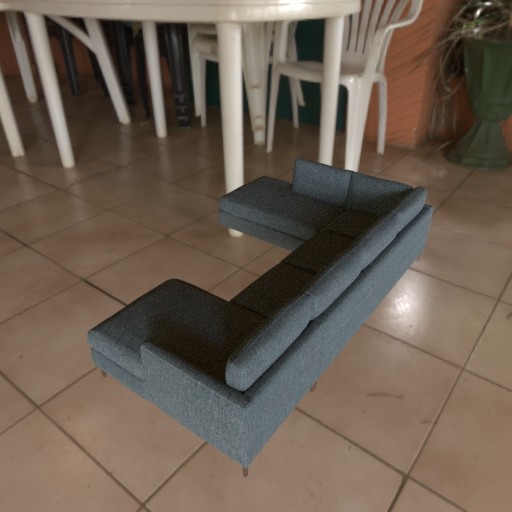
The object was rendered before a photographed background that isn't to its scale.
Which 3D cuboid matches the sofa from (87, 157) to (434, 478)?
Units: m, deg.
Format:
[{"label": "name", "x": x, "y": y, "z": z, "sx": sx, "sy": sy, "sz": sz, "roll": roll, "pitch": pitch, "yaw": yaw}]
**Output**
[{"label": "sofa", "x": 0.000, "y": 0.000, "z": 3.503, "sx": 1.879, "sy": 0.753, "sz": 2.737, "roll": 22, "pitch": 38, "yaw": 30}]
